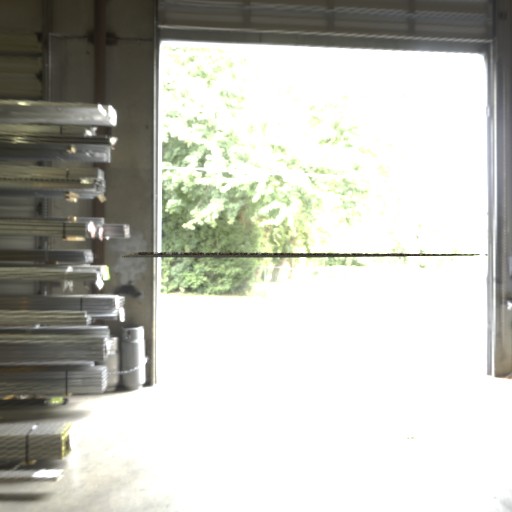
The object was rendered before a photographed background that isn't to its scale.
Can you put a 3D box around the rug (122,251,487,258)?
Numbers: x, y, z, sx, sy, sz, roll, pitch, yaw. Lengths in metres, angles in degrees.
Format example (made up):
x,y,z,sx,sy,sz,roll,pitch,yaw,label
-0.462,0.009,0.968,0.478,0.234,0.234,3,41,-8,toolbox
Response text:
x,y,z,sx,sy,sz,roll,pitch,yaw,label
0.000,0.000,4.347,2.431,0.017,3.291,0,-1,-19,rug
